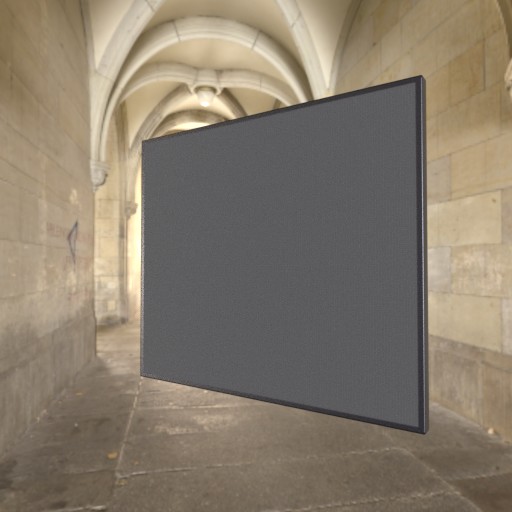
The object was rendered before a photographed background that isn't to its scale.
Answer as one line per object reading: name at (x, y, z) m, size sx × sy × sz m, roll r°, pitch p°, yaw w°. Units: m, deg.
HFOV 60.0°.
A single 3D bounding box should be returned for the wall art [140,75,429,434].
wall art at (0.000, 0.000, 0.708) m, size 0.521 × 0.450 × 0.018 m, roll -1°, pitch -2°, yaw 34°
